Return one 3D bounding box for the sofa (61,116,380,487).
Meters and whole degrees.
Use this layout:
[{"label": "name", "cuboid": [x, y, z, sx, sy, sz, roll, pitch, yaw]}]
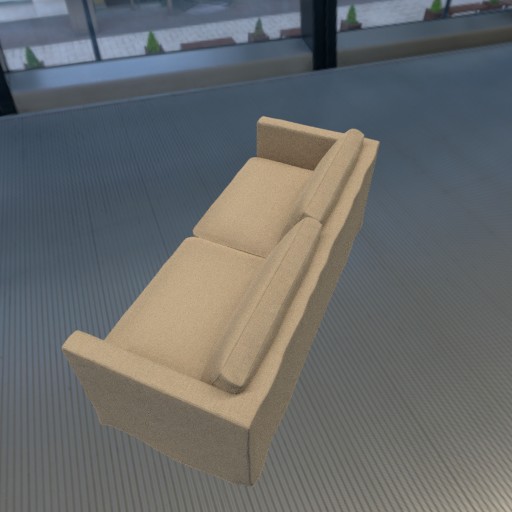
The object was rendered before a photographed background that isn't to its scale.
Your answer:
[{"label": "sofa", "cuboid": [0.000, 0.000, 2.760, 0.962, 0.853, 2.312, 17, 48, 16]}]
